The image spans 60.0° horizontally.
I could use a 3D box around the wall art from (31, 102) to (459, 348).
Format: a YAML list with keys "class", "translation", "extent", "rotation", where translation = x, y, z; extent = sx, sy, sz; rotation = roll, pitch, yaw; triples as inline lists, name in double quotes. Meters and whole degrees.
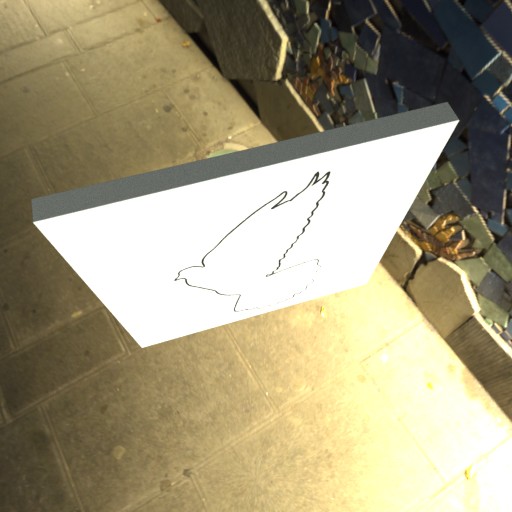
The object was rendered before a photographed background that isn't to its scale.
- class: "wall art"
  translation: [0.000, 0.000, 0.889]
  extent: [0.610, 0.610, 0.038]
  rotation: [-15, 64, -7]
